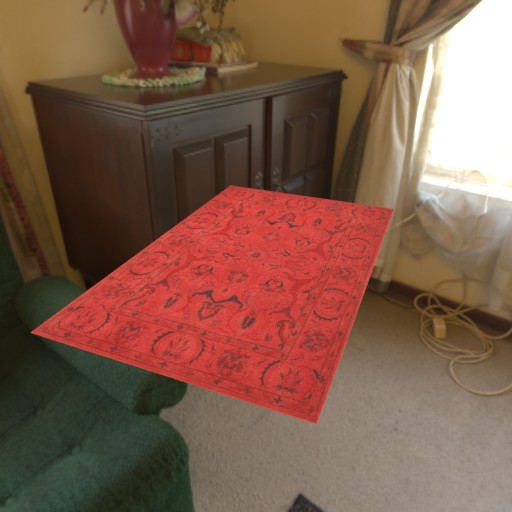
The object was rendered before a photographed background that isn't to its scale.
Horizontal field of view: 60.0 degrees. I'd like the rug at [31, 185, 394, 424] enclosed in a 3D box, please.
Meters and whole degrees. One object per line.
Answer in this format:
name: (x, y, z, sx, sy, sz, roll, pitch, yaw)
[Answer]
rug: (0.000, 0.000, 3.030, 1.534, 0.010, 2.423, 11, 31, 20)
